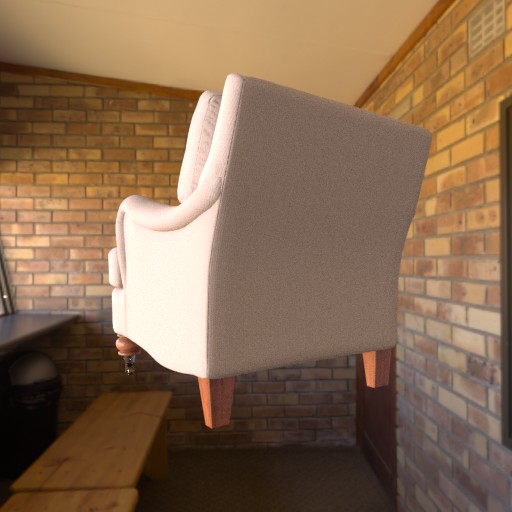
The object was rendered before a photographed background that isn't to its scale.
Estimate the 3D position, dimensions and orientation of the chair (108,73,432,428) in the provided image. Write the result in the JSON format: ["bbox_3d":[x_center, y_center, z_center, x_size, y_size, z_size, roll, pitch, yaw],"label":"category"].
[{"bbox_3d":[0.000,0.000,1.819,0.955,1.038,1.070,1,-1,-36],"label":"chair"}]
